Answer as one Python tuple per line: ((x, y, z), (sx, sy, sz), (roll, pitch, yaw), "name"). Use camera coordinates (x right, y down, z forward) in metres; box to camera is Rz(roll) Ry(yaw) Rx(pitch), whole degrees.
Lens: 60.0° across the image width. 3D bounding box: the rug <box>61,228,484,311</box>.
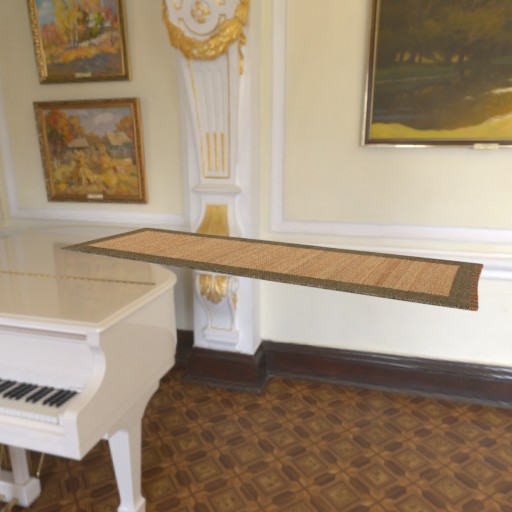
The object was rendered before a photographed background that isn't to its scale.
((0.000, 0.000, 2.645), (2.413, 0.016, 0.810), (7, 16, 27), "rug")
